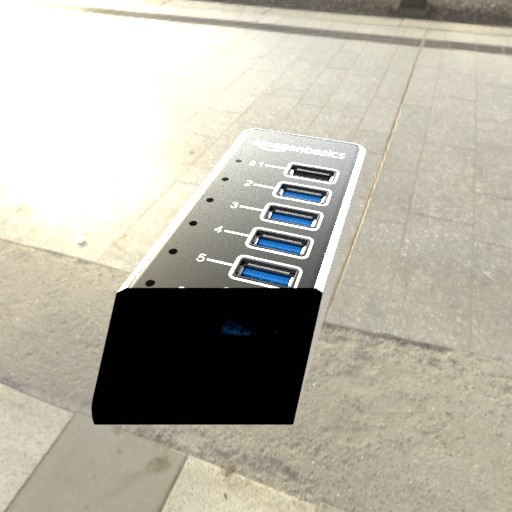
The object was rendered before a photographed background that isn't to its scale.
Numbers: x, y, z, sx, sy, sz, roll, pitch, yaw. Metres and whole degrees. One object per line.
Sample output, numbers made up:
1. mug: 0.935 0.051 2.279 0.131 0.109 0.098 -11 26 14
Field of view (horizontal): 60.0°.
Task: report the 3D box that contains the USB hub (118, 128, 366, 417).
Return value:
1. USB hub: 0.000 0.000 0.125 0.044 0.023 0.110 13 43 14
